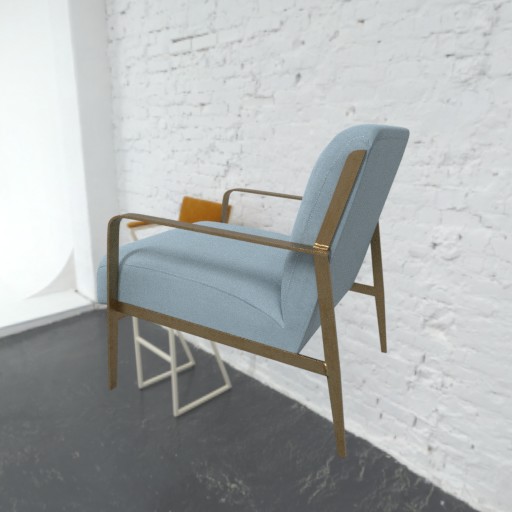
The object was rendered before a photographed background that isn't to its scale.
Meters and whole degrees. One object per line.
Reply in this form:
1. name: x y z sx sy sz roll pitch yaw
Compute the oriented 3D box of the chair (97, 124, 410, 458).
1. chair: 0.000 0.000 1.466 0.842 0.824 0.701 7 17 24
